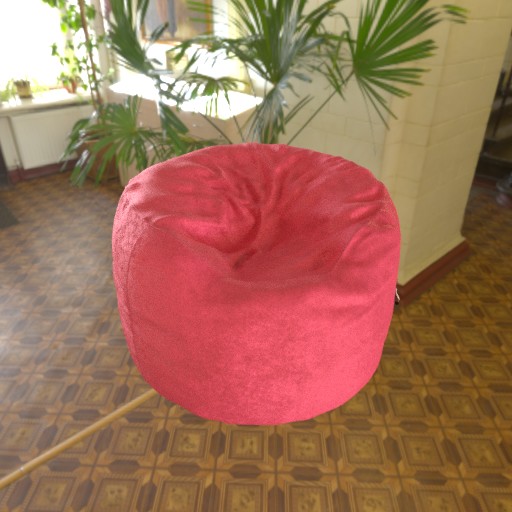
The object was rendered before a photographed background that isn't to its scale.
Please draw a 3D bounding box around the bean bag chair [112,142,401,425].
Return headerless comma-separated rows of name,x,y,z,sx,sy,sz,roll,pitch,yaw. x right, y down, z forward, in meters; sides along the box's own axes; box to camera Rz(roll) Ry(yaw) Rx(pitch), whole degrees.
bean bag chair,0.000,0.000,1.942,1.218,0.788,1.218,0,30,0
